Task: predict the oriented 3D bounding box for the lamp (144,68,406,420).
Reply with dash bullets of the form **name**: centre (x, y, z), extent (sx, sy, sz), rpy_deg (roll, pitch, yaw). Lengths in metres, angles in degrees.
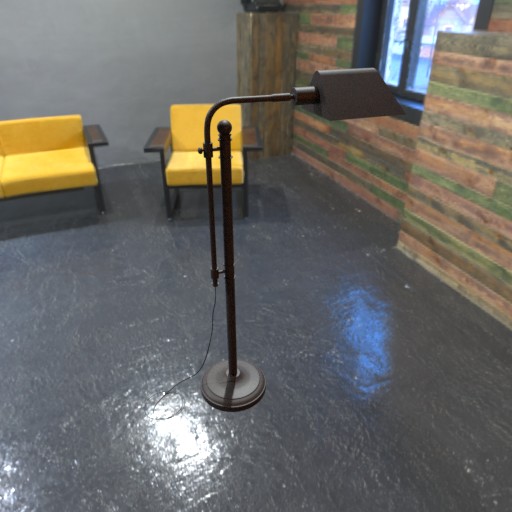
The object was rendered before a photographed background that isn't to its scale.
- **lamp**: centre (0.000, 0.000, 0.924), extent (0.545, 0.708, 0.159), rpy_deg (-10, 31, -17)
